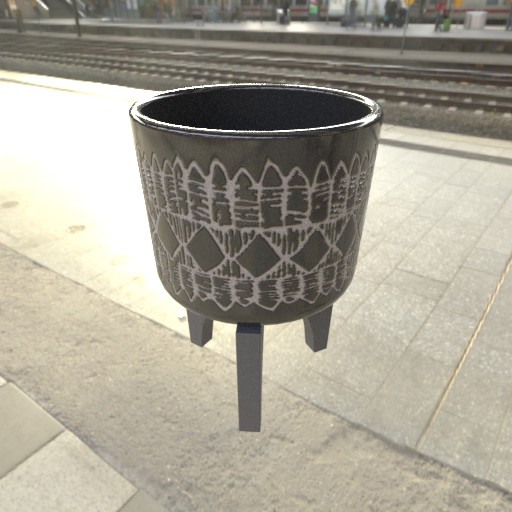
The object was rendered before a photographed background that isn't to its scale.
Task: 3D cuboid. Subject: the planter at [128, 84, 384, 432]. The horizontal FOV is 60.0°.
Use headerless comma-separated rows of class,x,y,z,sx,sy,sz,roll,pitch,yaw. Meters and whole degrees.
planter,0.000,0.000,0.533,0.251,0.355,0.251,18,34,29
